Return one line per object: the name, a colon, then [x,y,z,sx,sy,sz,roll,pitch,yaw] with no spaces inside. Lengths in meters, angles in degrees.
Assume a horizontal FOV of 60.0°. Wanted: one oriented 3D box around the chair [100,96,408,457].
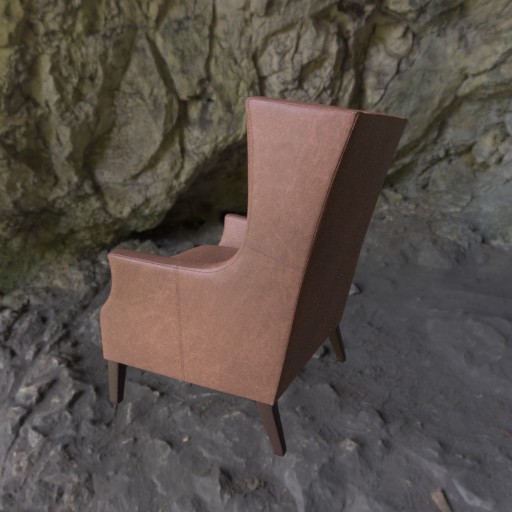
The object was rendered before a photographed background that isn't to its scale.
chair: [0.000,0.000,1.678,0.913,1.088,0.815,8,18,26]
